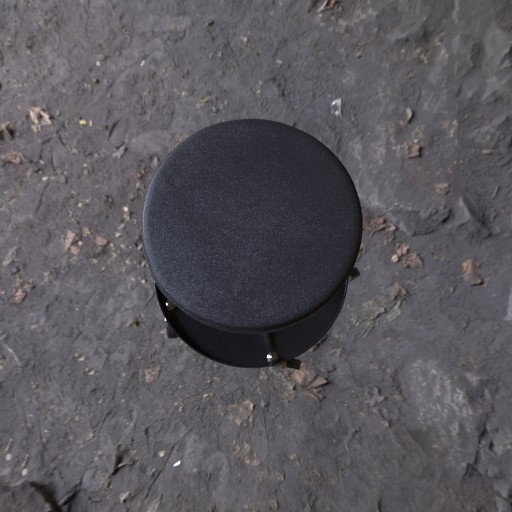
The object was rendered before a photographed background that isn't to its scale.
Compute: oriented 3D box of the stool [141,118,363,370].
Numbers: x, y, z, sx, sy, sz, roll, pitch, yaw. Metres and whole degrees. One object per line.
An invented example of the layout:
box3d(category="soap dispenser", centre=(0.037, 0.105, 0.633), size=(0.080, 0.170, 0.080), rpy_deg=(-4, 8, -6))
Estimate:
box3d(category="stool", centre=(0.000, 0.000, 0.706), size=(0.382, 0.365, 0.381), rpy_deg=(-17, 76, -5))
